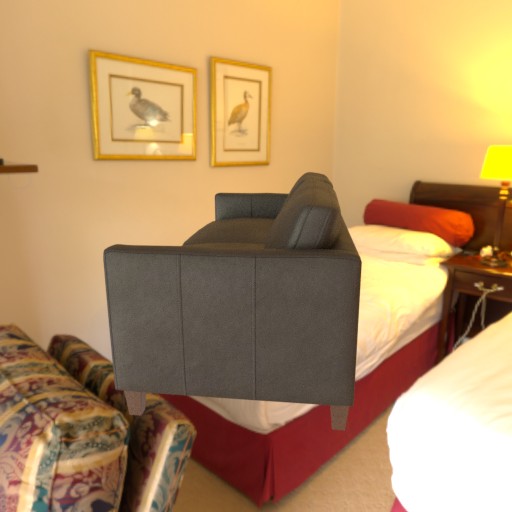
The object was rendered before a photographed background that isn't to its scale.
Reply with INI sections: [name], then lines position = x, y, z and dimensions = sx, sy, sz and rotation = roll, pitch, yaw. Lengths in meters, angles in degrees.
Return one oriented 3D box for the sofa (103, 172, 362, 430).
[sofa]
position = 0.000, 0.000, 2.475
dimensions = 0.933, 0.863, 1.971
rotation = 2, 14, 7
